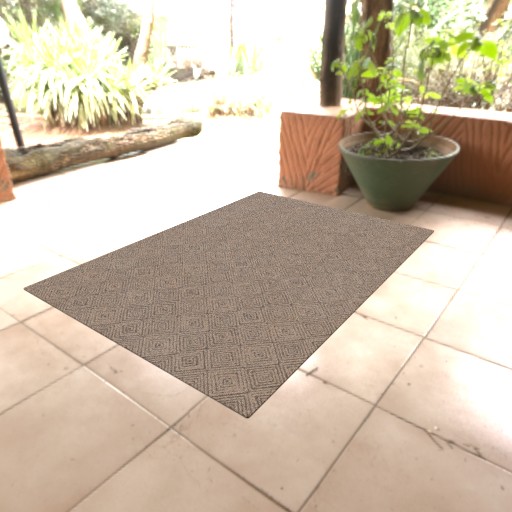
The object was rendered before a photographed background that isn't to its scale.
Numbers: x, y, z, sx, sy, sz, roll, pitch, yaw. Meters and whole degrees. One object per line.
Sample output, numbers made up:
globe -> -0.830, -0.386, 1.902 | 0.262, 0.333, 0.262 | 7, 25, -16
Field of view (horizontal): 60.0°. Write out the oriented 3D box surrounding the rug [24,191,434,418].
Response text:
rug -> 0.000, 0.000, 2.864 | 1.593, 0.008, 2.238 | 18, 31, 33
